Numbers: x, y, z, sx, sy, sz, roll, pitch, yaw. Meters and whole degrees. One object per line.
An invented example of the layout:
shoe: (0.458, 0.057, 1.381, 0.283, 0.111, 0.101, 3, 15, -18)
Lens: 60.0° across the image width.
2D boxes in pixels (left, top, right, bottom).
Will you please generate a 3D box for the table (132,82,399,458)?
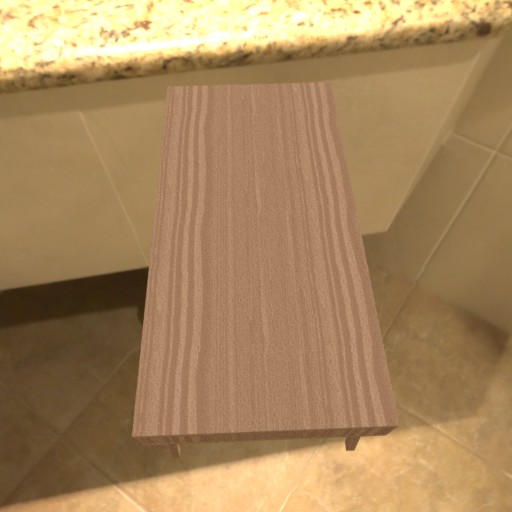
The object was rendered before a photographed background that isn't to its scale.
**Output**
table: (0.000, 0.000, 1.496, 0.600, 0.450, 1.200, -2, 58, -1)
